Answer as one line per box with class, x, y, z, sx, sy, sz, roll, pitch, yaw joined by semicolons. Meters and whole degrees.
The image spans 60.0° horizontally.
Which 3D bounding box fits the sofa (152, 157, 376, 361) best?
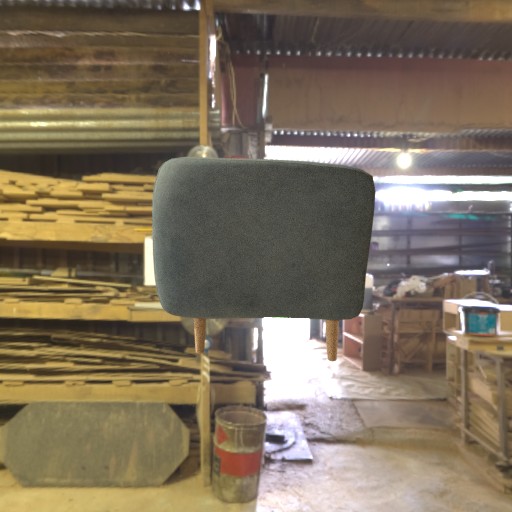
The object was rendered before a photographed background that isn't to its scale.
sofa;0.000;0.000;2.526;0.849;0.795;2.095;0;0;1
